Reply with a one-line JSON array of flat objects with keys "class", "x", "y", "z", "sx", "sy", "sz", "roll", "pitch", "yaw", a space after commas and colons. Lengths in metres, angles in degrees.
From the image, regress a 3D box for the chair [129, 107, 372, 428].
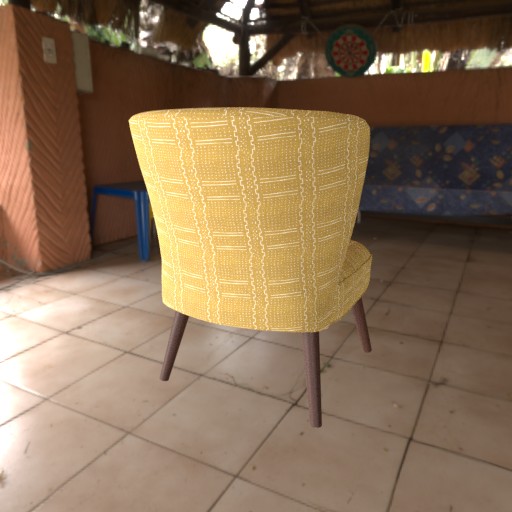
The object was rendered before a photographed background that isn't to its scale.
[{"class": "chair", "x": 0.000, "y": 0.000, "z": 1.427, "sx": 0.706, "sy": 0.866, "sz": 0.758, "roll": 8, "pitch": 17, "yaw": 26}]
